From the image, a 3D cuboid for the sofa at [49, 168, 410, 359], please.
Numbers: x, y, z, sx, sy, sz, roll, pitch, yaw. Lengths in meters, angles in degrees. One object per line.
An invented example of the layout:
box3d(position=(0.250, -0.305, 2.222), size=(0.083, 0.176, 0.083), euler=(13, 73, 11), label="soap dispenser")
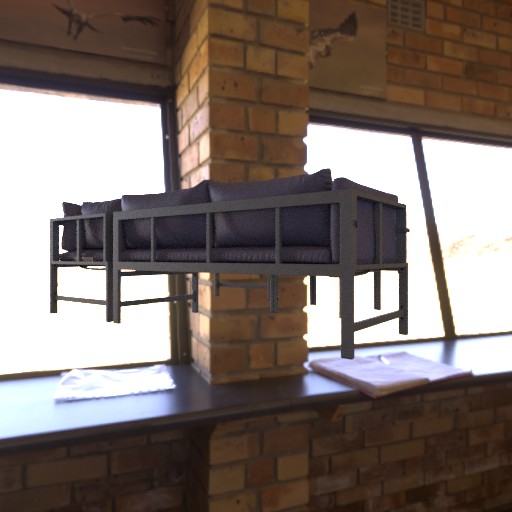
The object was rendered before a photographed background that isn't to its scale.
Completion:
box3d(position=(0.000, 0.000, 2.929), size=(2.149, 0.762, 1.658), euler=(0, 0, 37), label="sofa")
